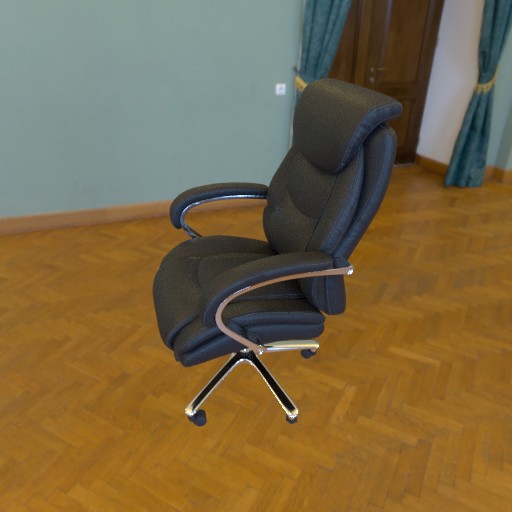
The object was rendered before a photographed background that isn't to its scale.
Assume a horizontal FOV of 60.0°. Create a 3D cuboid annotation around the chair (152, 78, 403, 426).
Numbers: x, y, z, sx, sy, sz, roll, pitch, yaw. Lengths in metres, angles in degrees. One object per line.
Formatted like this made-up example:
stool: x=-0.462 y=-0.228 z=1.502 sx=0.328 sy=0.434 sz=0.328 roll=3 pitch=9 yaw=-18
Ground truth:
chair: x=0.000 y=0.000 z=1.677 sx=0.790 sy=1.183 sz=0.755 roll=-9 pitch=32 yaw=-15
